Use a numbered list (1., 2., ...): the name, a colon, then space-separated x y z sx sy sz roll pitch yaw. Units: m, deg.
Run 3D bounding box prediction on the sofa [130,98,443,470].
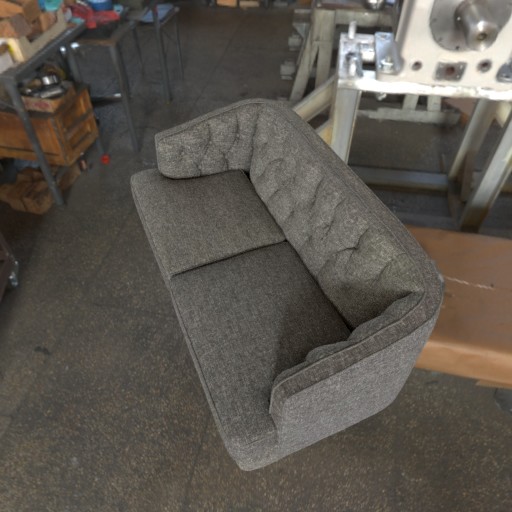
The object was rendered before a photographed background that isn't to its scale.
1. sofa: 0.000 0.000 2.233 0.941 0.855 1.733 -17 50 -15
